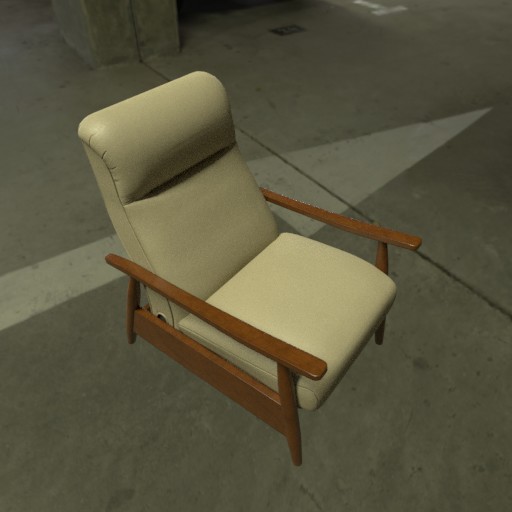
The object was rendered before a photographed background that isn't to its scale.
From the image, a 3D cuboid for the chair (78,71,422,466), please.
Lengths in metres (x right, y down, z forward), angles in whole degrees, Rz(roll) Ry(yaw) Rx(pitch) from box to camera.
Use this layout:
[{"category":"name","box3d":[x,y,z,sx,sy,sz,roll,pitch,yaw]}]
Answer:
[{"category":"chair","box3d":[0.000,0.000,1.731,1.014,1.082,0.762,27,48,27]}]
